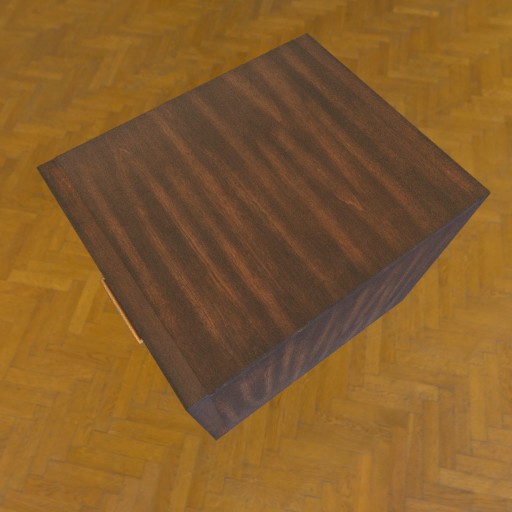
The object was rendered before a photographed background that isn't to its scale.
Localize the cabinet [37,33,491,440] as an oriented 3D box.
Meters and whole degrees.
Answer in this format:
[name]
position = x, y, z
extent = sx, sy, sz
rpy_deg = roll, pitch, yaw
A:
[cabinet]
position = 0.000, 0.000, 0.814
extent = 0.500, 0.455, 0.402
rpy_deg = -33, 68, -15
